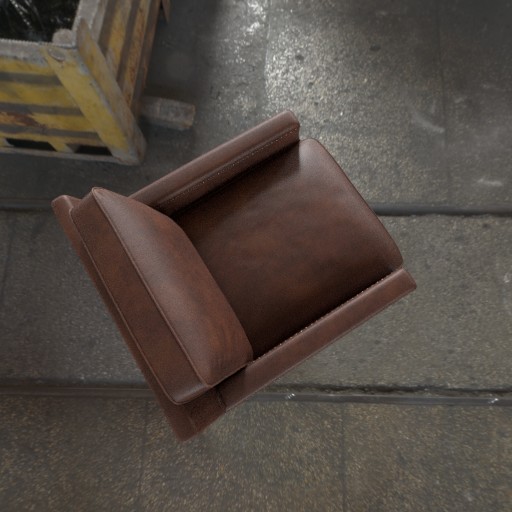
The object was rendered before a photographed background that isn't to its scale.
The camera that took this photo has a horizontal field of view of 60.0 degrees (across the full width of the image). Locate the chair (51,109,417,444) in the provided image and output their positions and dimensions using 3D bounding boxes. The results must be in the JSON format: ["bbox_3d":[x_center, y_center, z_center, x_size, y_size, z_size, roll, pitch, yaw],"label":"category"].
[{"bbox_3d":[0.000,0.000,1.696,1.014,0.929,0.853,-31,78,-8],"label":"chair"}]
